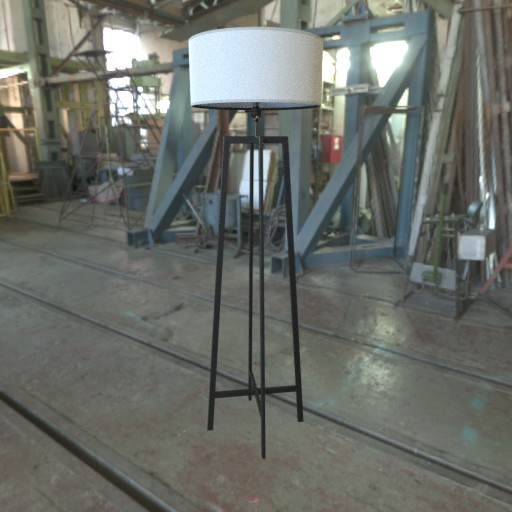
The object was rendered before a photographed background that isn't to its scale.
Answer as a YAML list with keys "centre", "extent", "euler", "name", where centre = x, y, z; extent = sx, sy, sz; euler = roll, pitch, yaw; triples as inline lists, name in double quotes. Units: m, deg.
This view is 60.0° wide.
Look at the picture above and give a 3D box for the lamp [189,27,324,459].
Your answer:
- centre: [0.000, 0.000, 1.713]
  extent: [0.456, 1.510, 0.457]
  euler: [-2, 15, -8]
  name: "lamp"
